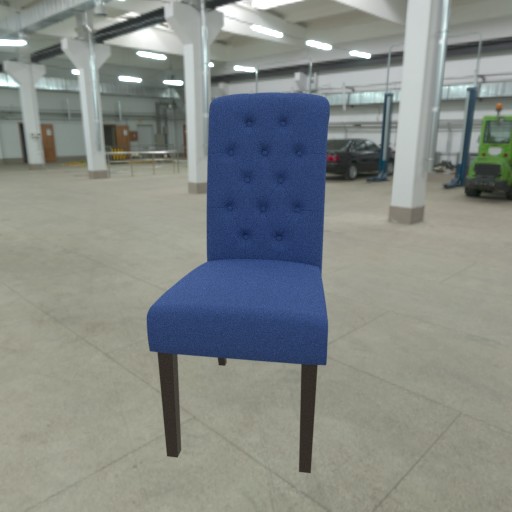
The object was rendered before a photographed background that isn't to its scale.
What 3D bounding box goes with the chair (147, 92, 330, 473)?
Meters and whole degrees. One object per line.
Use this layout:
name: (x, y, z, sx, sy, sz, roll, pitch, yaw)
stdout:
chair: (0.000, 0.000, 1.381, 0.456, 1.006, 0.671, 2, 15, 9)
